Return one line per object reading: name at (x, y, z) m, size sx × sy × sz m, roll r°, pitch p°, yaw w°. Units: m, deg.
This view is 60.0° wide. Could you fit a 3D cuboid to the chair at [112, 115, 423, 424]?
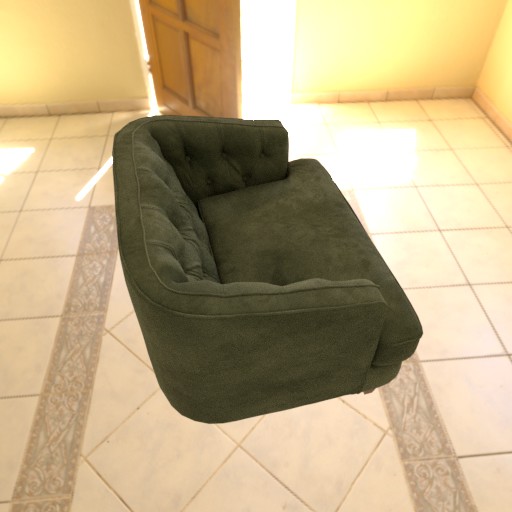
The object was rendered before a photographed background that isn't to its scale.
chair at (0.000, 0.000, 1.782) m, size 0.941 × 0.852 × 1.104 m, roll -11°, pitch 47°, yaw -10°
